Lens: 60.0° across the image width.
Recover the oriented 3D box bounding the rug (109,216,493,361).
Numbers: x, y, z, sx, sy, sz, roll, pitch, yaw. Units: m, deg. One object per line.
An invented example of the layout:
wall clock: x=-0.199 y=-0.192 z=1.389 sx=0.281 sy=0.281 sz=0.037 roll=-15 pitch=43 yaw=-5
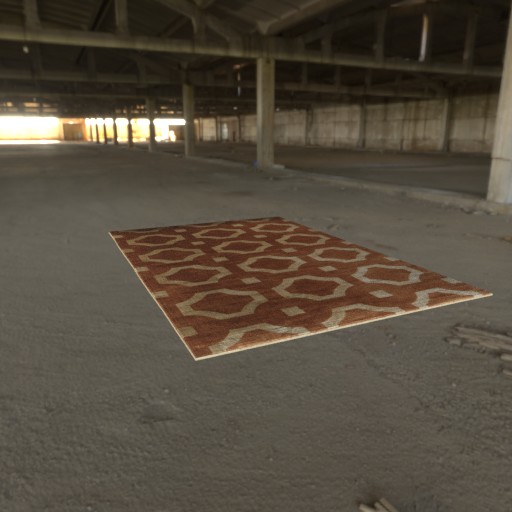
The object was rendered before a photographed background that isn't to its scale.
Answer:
rug: x=0.000 y=0.000 z=2.900 sx=1.555 sy=0.016 sz=2.286 roll=-7 pitch=17 yaw=-24
